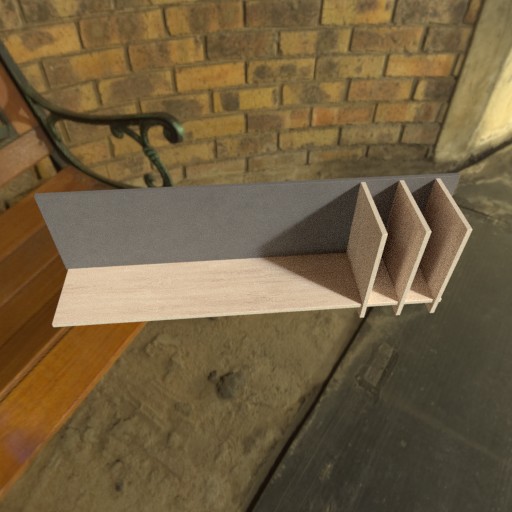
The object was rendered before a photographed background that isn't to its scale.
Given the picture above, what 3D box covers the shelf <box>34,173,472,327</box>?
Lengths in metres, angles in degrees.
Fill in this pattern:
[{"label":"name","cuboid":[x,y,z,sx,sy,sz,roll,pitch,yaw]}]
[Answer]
[{"label":"shelf","cuboid":[0.000,0.000,1.102,1.020,0.300,0.200,-3,45,-3]}]
